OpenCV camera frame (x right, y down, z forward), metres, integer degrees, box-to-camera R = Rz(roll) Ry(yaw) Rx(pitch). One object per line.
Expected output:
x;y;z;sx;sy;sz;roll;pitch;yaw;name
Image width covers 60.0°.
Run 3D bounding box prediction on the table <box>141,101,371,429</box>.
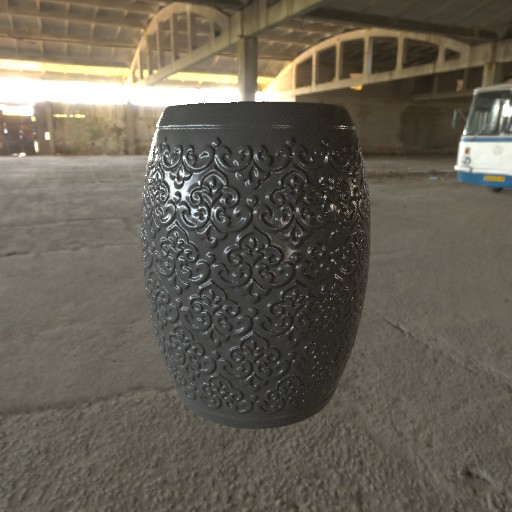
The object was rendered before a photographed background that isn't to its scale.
0.000;0.000;0.622;0.309;0.397;0.309;0;15;0;table
